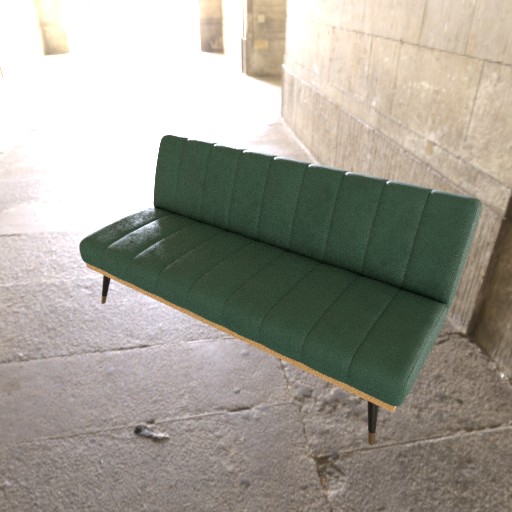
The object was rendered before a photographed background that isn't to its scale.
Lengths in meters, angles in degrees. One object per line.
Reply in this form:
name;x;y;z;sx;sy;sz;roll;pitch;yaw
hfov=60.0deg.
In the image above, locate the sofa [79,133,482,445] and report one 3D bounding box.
sofa;0.000;0.000;2.237;1.810;0.820;0.830;19;36;29
